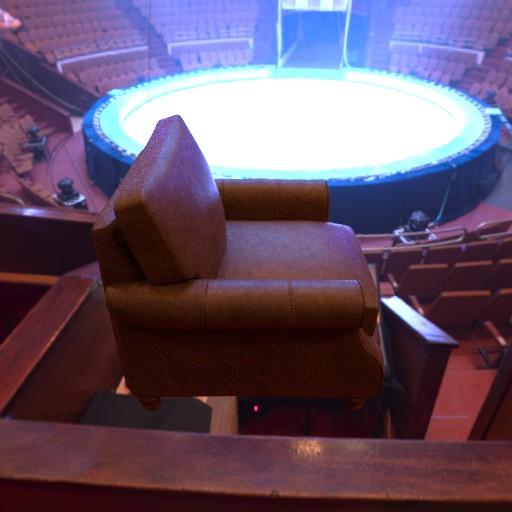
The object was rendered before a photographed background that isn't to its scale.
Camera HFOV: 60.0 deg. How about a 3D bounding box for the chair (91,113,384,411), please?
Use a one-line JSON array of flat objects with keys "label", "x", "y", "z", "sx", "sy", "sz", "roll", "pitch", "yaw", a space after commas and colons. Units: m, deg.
[{"label": "chair", "x": 0.000, "y": 0.000, "z": 1.817, "sx": 1.002, "sy": 0.976, "sz": 0.996, "roll": 0, "pitch": 32, "yaw": 0}]
